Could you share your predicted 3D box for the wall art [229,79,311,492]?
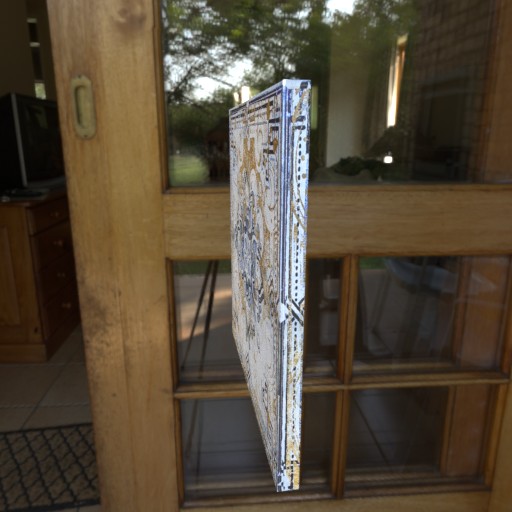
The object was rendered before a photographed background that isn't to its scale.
[{"bbox_3d":[0.000,0.000,0.910,0.036,0.607,0.609,-2,15,-9],"label":"wall art"}]
